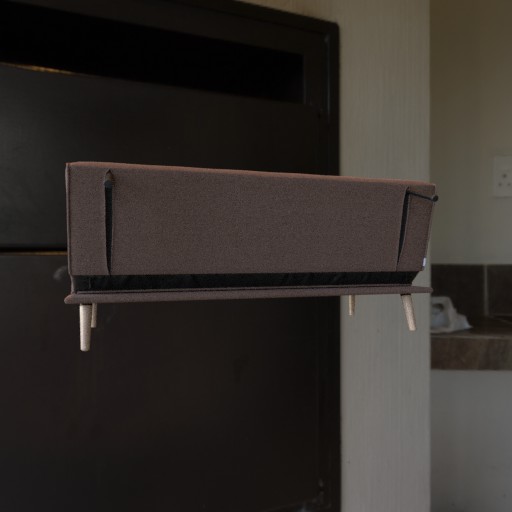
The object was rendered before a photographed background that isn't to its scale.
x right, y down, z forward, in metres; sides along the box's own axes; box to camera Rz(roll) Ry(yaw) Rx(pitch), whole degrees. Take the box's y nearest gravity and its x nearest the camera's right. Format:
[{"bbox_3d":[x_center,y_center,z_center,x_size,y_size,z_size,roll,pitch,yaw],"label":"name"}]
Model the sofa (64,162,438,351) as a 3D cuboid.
[{"bbox_3d":[0.000,0.000,2.349,1.820,0.810,1.038,0,0,-17],"label":"sofa"}]
